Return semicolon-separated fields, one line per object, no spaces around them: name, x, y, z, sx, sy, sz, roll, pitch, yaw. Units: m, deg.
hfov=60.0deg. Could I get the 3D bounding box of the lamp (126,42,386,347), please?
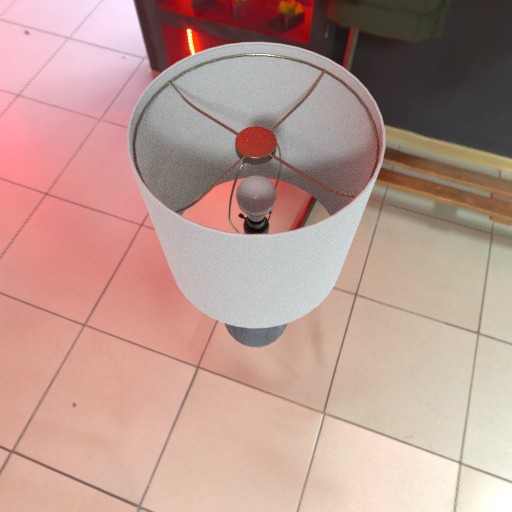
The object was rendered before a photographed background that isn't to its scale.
lamp;0.000;0.000;0.589;0.220;0.475;0.220;-34;67;-17
